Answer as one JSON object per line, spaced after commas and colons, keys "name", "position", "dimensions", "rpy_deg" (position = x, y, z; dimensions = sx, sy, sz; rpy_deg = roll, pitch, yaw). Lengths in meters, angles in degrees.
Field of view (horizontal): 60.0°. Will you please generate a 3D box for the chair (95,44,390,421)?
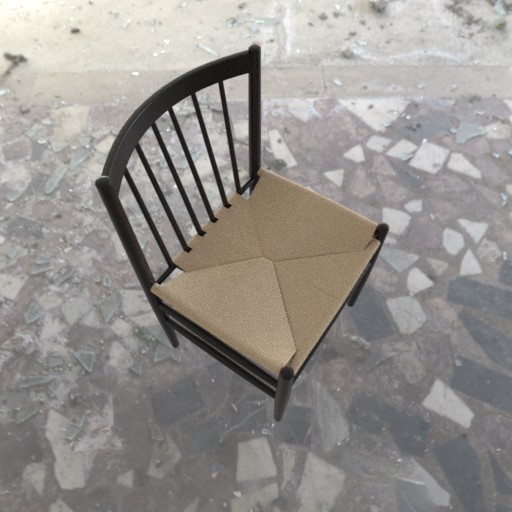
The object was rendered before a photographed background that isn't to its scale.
{"name": "chair", "position": [0.000, 0.000, 1.161], "dimensions": [0.516, 0.818, 0.495], "rpy_deg": [31, 64, 17]}
